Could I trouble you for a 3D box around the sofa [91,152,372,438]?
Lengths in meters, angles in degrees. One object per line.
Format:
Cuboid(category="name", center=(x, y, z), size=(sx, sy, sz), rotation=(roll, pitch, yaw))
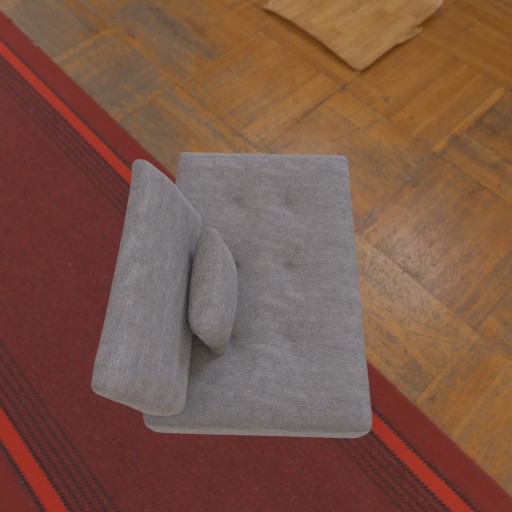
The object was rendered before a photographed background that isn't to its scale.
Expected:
Cuboid(category="sofa", center=(0.000, 0.000, 2.008), size=(1.002, 0.820, 1.450), rotation=(1, 62, 1))
